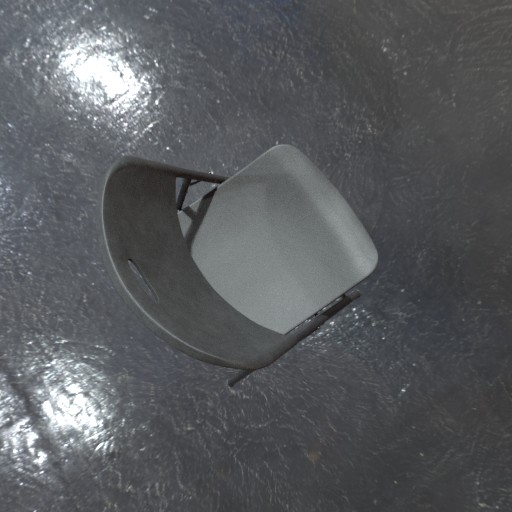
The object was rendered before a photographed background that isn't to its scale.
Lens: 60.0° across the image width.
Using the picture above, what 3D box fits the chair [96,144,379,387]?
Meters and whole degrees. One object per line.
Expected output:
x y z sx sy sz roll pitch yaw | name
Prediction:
0.000 0.000 1.170 0.566 0.810 0.494 -34 79 -8 | chair
